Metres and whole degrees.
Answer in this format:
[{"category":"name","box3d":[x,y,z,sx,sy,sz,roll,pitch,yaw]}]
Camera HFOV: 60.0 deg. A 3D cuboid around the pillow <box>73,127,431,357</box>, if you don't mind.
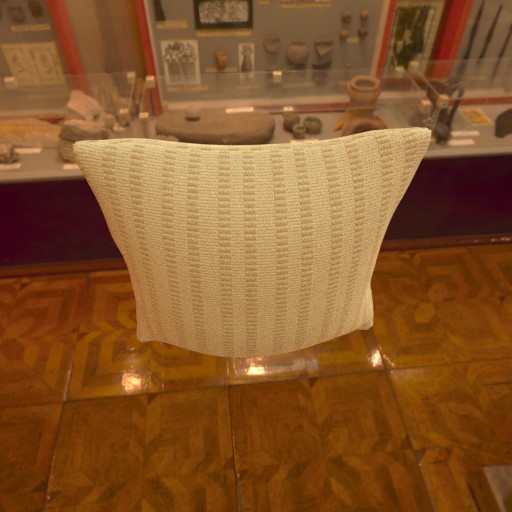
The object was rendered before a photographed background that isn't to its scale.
[{"category":"pillow","box3d":[0.000,0.000,0.679,0.438,0.419,0.247,-3,46,-3]}]
